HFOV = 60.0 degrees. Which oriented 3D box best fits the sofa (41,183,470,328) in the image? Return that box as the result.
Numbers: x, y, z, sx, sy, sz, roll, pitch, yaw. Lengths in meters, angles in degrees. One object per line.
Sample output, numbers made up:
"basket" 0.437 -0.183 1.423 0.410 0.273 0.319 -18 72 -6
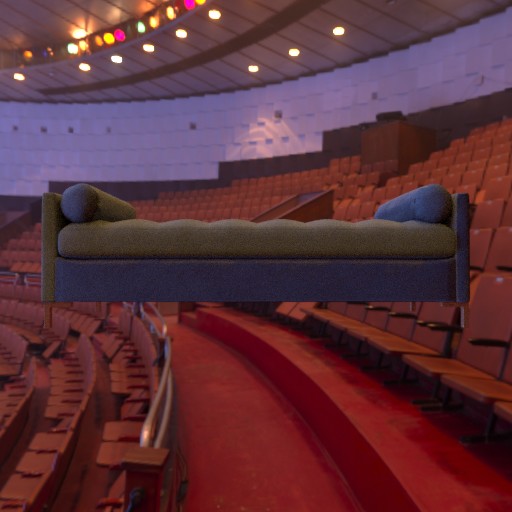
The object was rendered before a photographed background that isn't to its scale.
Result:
"sofa" 0.000 0.000 2.514 2.102 0.705 0.796 0 -1 0
